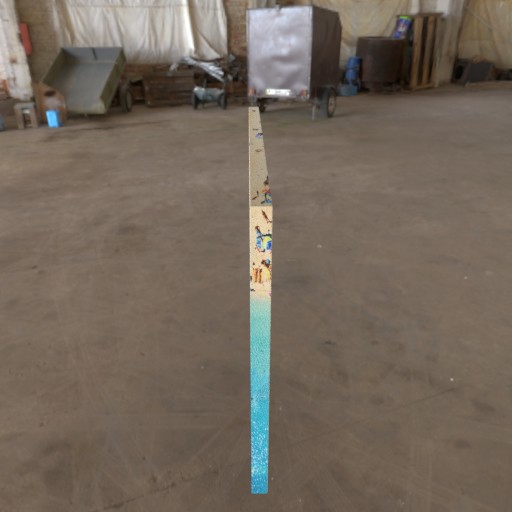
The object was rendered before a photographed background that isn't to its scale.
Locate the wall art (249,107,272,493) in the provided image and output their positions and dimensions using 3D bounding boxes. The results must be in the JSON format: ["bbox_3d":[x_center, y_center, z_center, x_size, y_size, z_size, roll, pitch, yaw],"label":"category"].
[{"bbox_3d":[0.000,0.000,1.450,0.040,0.769,1.136,0,27,-1],"label":"wall art"}]
